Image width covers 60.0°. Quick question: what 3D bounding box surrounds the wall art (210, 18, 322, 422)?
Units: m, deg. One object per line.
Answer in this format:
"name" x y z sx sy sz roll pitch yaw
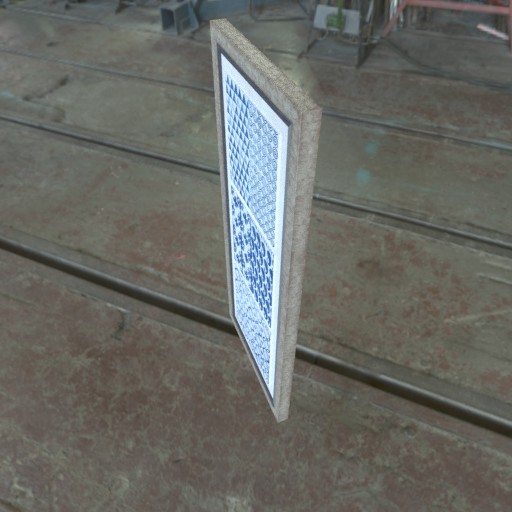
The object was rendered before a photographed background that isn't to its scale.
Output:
"wall art" 0.000 0.000 1.668 0.051 1.461 0.648 -16 47 -15
